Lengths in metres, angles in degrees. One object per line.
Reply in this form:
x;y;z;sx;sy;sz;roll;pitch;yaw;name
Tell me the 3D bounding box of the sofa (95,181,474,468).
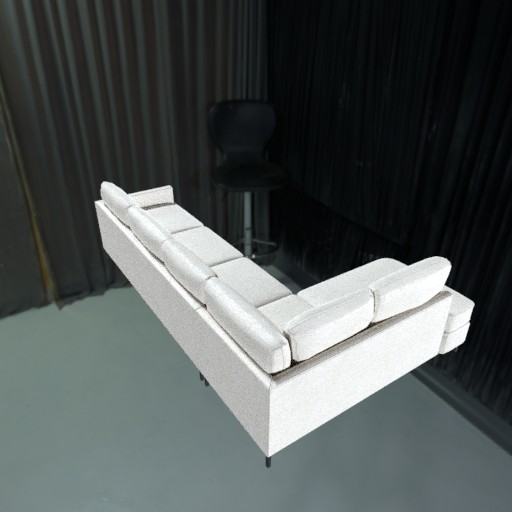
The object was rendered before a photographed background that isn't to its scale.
0.000;0.000;4.315;2.048;0.996;3.384;-18;34;-29;sofa
